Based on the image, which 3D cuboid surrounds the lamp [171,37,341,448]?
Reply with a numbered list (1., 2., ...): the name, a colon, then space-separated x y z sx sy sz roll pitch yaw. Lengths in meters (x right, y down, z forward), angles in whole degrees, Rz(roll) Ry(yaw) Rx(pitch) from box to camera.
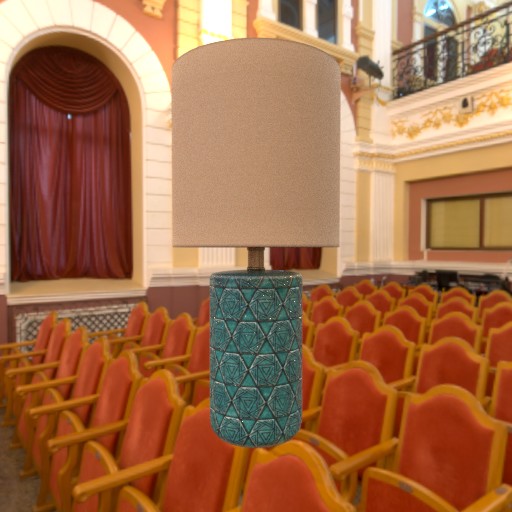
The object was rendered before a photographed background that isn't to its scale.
1. lamp: 0.000 0.000 0.745 0.278 0.597 0.278 -1 1 -36
